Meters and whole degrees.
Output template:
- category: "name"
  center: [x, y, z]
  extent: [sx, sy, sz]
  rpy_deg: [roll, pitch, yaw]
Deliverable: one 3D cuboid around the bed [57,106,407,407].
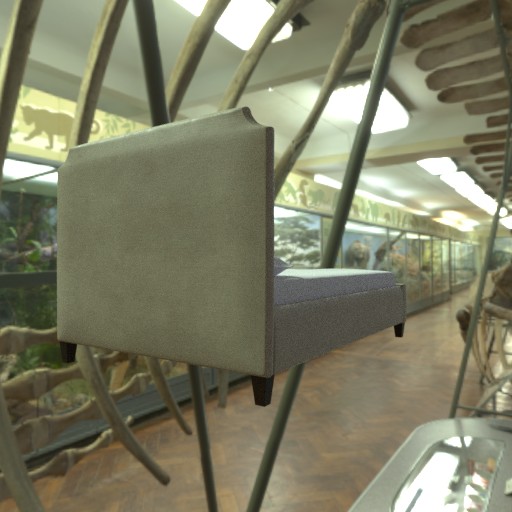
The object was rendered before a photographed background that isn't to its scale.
- category: "bed"
  center: [0.000, 0.000, 3.480]
  extent: [1.712, 1.443, 2.372]
  rpy_deg: [0, -1, 34]
